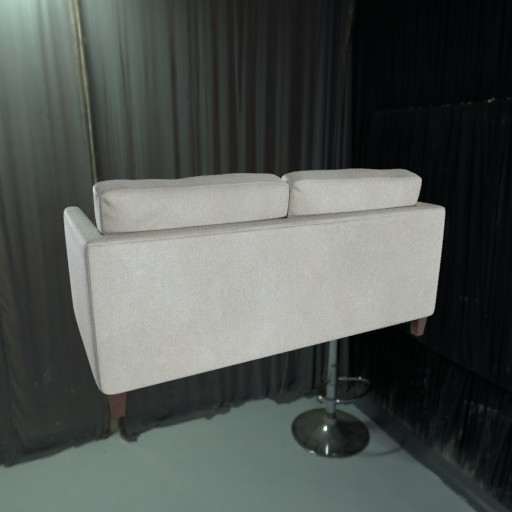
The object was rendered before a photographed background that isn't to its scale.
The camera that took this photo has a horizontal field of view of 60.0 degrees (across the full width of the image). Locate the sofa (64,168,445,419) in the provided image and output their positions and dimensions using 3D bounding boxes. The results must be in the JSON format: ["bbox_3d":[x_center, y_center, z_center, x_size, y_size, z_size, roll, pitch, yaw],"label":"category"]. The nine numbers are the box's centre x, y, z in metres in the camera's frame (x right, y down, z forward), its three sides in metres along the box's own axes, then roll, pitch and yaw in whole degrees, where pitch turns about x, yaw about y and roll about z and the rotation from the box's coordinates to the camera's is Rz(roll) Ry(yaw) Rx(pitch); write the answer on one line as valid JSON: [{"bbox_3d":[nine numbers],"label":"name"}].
[{"bbox_3d":[0.000,0.000,2.419,1.846,0.940,0.950,-8,17,-26],"label":"sofa"}]
